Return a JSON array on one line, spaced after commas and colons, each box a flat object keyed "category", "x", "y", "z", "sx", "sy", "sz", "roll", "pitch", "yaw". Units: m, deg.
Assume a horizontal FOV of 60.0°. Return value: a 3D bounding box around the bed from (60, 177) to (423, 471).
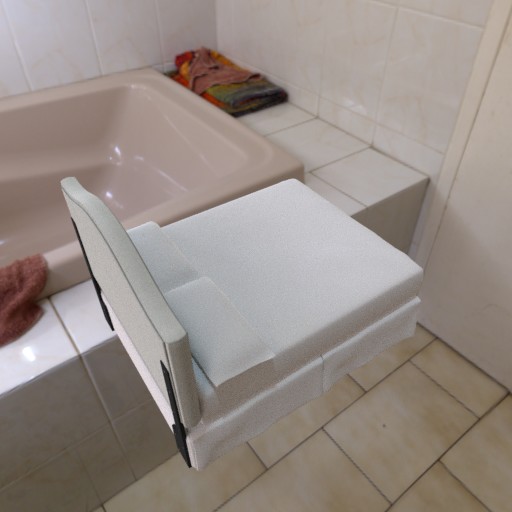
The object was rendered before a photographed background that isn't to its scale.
[{"category": "bed", "x": 0.000, "y": 0.000, "z": 3.421, "sx": 2.180, "sy": 1.607, "sz": 1.813, "roll": -24, "pitch": 47, "yaw": -25}]
